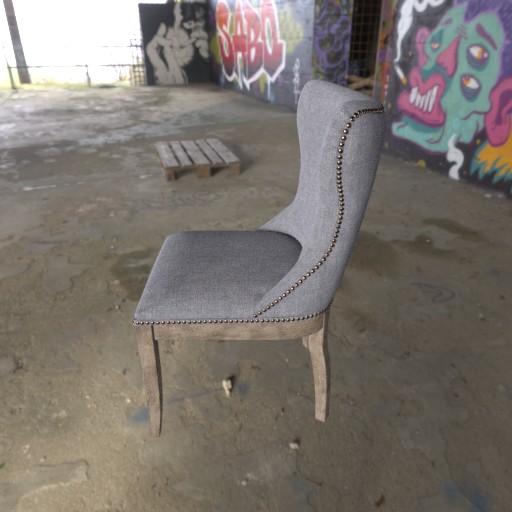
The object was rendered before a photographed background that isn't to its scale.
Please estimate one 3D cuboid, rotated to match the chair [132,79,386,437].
[{"bbox_3d":[0.000,0.000,1.411,0.681,1.002,0.654,0,26,-1],"label":"chair"}]
